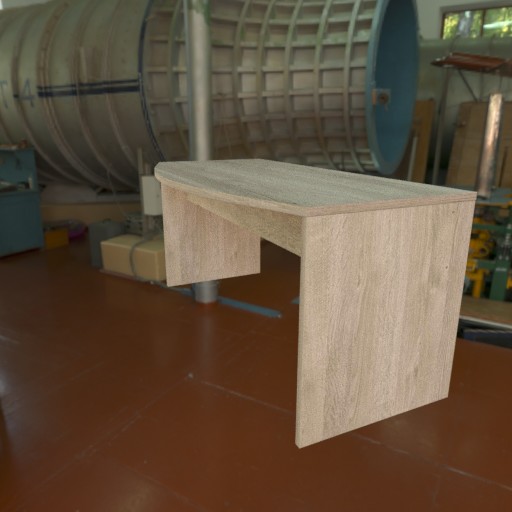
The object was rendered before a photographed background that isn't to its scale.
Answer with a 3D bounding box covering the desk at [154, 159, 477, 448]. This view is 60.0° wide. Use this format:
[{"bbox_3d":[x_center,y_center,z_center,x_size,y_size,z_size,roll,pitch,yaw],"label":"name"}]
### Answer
[{"bbox_3d":[0.000,0.000,2.047,0.802,0.752,1.600,-8,18,-24],"label":"desk"}]
